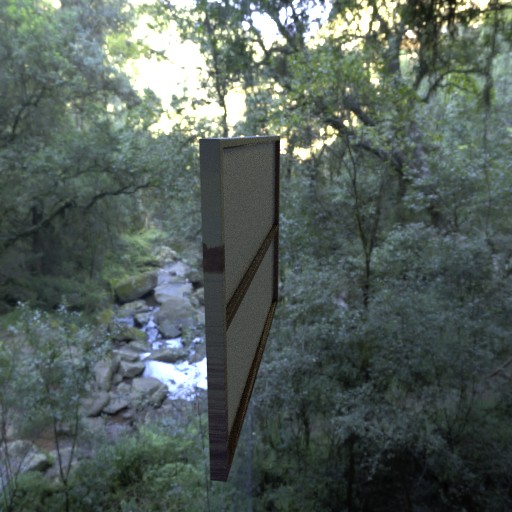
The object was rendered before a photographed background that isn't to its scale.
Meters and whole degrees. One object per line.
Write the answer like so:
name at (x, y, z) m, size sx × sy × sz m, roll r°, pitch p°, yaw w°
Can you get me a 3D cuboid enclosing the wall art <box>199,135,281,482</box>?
wall art at (0.000, 0.000, 1.466) m, size 0.040 × 0.765 × 1.149 m, roll 2°, pitch 16°, yaw 8°
